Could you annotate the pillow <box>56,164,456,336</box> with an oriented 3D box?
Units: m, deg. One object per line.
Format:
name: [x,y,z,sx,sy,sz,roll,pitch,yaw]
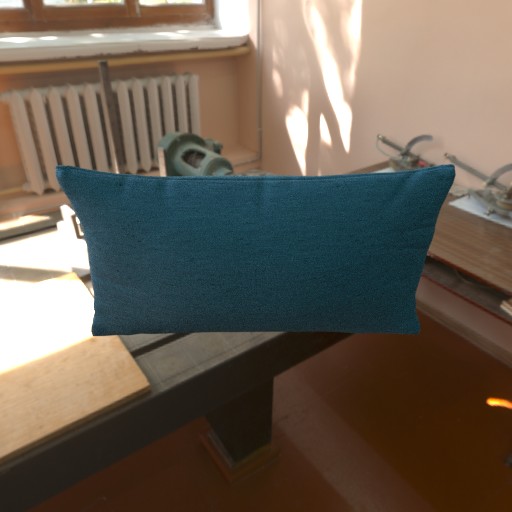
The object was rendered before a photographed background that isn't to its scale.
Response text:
pillow: [0.000,0.000,0.784,0.633,0.338,0.210,0,31,-1]
